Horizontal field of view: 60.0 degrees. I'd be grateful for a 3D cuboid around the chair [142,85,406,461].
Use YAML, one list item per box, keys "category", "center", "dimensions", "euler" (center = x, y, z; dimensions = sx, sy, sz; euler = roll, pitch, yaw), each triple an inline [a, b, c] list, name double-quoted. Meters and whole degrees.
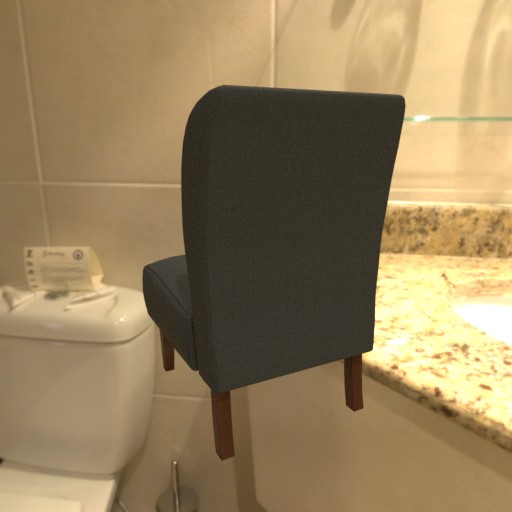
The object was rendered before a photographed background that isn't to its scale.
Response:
- category: "chair"
  center: [0.000, 0.000, 1.209]
  dimensions: [0.513, 0.804, 0.592]
  euler: [-8, 17, -28]
